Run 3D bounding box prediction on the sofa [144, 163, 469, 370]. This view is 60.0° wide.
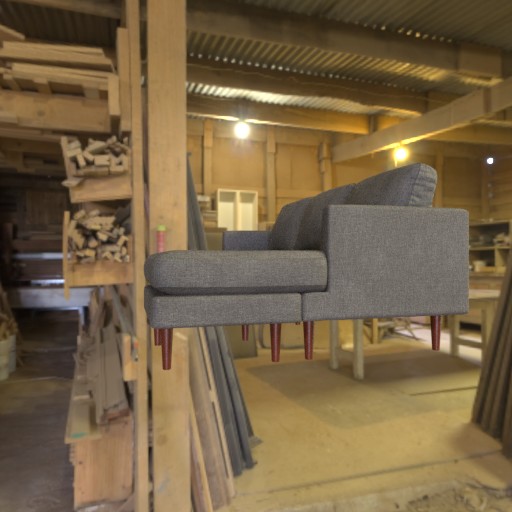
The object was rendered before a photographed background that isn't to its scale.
[{"bbox_3d":[0.000,0.000,2.995,1.504,0.956,2.233,0,0,-16],"label":"sofa"}]
